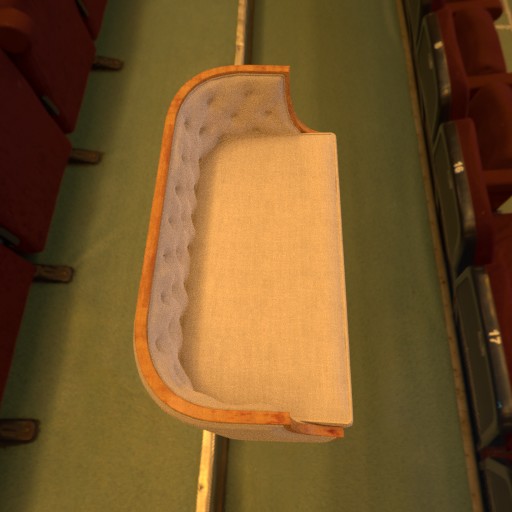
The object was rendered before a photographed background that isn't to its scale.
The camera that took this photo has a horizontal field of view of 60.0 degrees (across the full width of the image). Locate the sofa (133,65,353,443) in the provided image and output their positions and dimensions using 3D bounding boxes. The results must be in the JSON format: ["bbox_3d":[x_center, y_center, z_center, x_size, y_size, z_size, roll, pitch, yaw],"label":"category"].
[{"bbox_3d":[0.000,0.000,1.936,0.770,0.775,1.474,2,64,1],"label":"sofa"}]
